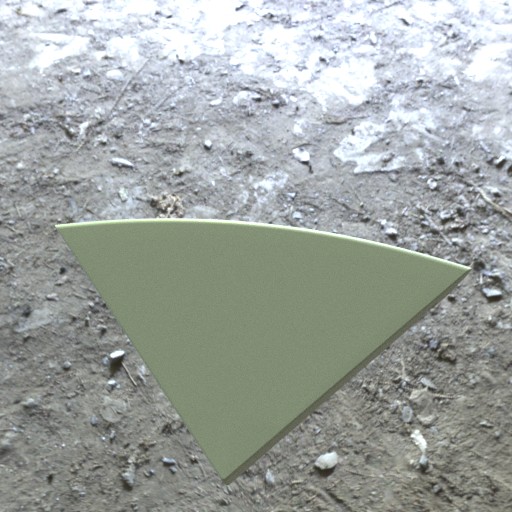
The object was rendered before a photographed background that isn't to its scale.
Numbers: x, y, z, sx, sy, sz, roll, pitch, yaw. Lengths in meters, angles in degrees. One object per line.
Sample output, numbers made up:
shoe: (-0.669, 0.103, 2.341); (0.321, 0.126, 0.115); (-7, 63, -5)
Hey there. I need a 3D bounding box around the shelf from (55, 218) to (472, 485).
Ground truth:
shelf: (0.000, 0.000, 0.473); (0.310, 0.050, 0.310); (-34, 65, -19)
